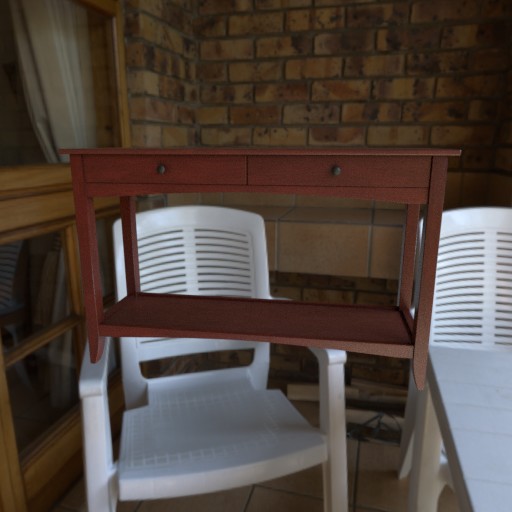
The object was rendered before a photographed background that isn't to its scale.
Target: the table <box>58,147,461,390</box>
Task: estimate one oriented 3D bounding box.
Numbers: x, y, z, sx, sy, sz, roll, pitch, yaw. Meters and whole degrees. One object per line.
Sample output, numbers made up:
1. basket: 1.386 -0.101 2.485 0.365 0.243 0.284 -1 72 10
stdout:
1. table: 0.000 0.000 1.566 1.188 0.739 0.392 2 14 9
